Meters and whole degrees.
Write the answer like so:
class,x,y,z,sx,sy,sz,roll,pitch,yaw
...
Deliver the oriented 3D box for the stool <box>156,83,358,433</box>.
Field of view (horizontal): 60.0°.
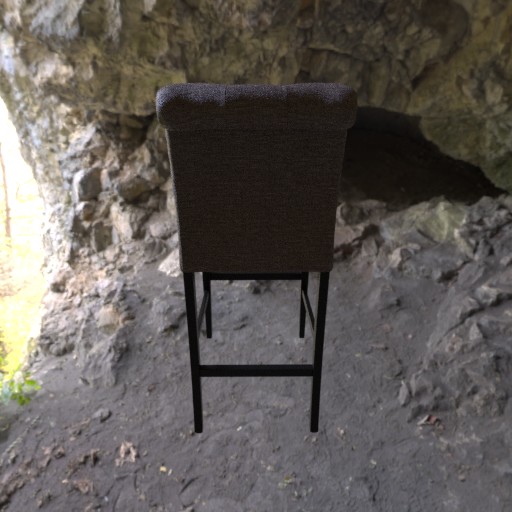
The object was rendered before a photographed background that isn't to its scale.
class,x,y,z,sx,sy,sz,roll,pitch,yaw
stool,0.000,0.000,1.459,0.452,1.131,0.613,0,29,0
